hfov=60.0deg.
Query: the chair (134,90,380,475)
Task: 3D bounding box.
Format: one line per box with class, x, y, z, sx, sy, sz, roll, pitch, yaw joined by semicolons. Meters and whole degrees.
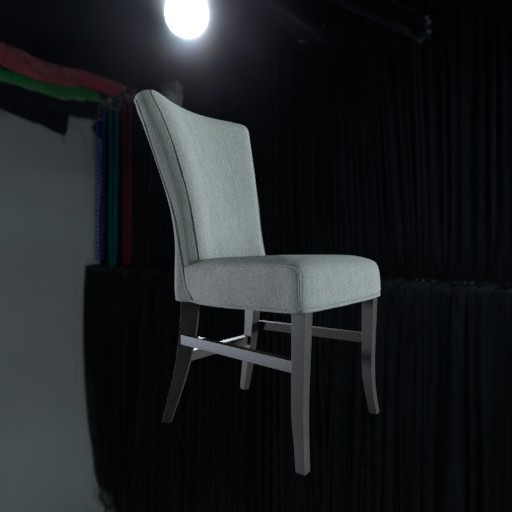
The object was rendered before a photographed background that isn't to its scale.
chair;0.000;0.000;1.378;0.660;0.991;0.520;0;1;35
